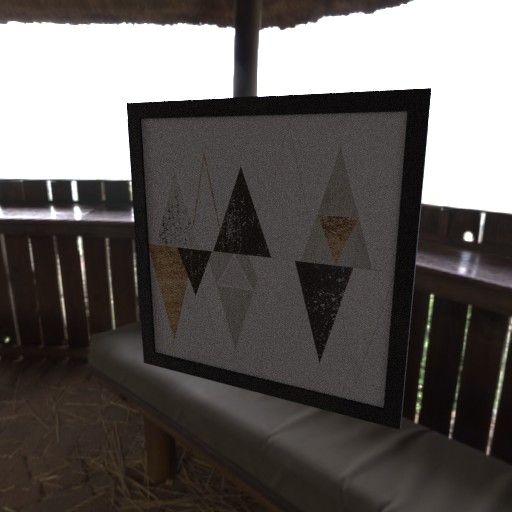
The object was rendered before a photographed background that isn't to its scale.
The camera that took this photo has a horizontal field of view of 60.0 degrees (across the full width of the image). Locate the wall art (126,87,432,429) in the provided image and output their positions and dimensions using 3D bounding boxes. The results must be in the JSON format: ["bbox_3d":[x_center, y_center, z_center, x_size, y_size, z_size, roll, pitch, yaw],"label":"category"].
[{"bbox_3d":[0.000,0.000,1.210,0.823,0.823,0.013,7,16,25],"label":"wall art"}]
